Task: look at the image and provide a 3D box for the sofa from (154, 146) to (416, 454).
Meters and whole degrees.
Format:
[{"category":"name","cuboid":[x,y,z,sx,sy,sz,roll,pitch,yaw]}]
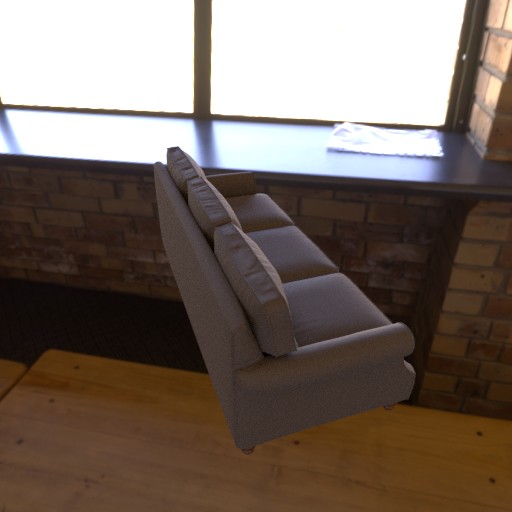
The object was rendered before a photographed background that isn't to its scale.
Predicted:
[{"category":"sofa","cuboid":[0.000,0.000,2.893,0.966,0.948,2.353,-10,32,-17]}]
